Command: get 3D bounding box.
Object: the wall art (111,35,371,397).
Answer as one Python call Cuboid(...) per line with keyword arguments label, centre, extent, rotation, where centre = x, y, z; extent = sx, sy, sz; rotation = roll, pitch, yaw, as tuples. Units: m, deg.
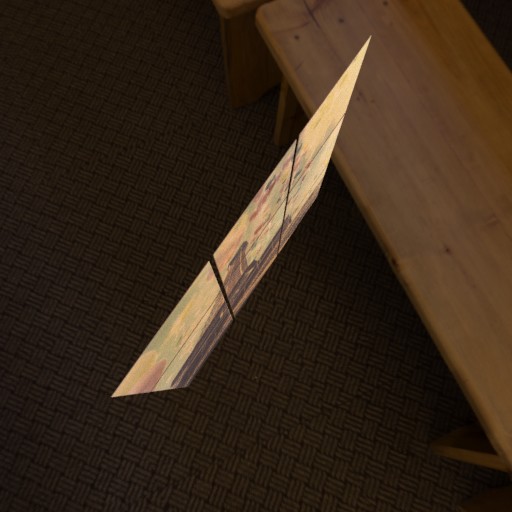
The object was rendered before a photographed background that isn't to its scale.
Cuboid(label="wall art", centre=(0.000, 0.000, 2.180), extent=(0.002, 1.505, 1.517), rotation=(33, 77, 8))
